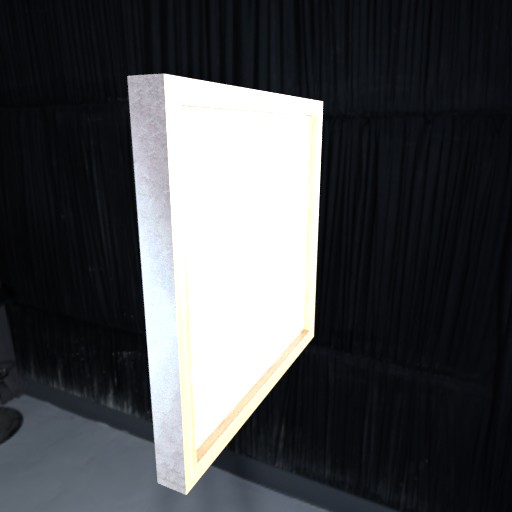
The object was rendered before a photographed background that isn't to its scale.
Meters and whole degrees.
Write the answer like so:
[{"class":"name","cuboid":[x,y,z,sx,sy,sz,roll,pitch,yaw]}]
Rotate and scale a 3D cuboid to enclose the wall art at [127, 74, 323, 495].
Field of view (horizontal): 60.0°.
[{"class":"wall art","cuboid":[0.000,0.000,0.438,0.028,0.303,0.303,8,18,25]}]
